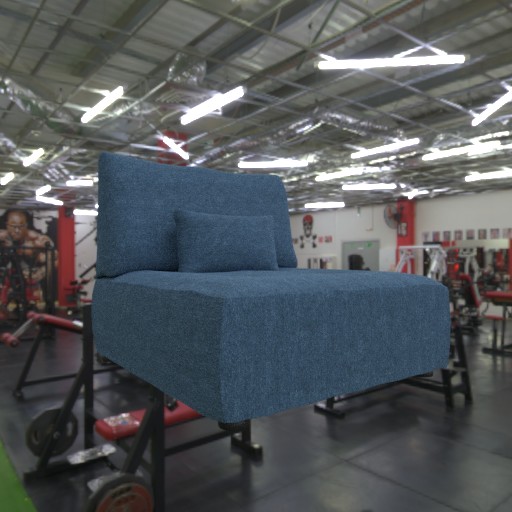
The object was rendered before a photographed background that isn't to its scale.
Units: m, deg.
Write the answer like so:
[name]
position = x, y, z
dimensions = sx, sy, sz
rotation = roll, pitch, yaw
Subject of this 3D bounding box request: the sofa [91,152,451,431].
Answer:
[sofa]
position = 0.000, 0.000, 1.654
dimensions = 0.930, 0.820, 1.000
rotation = 0, 0, -36
